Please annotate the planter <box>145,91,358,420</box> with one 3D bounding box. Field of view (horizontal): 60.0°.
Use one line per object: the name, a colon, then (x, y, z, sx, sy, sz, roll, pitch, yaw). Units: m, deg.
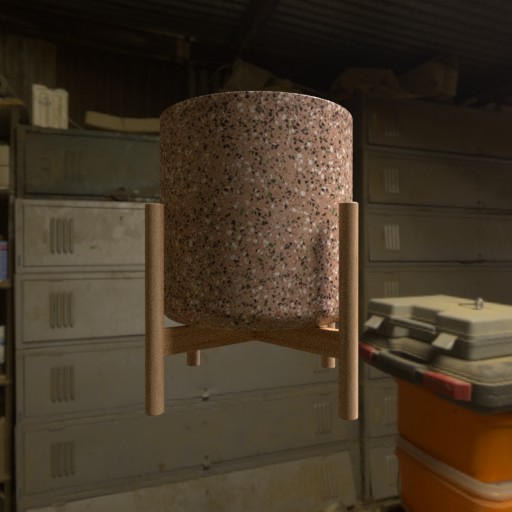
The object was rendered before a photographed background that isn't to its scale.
planter: (0.000, 0.000, 0.713, 0.360, 0.419, 0.360, 0, 0, -19)
